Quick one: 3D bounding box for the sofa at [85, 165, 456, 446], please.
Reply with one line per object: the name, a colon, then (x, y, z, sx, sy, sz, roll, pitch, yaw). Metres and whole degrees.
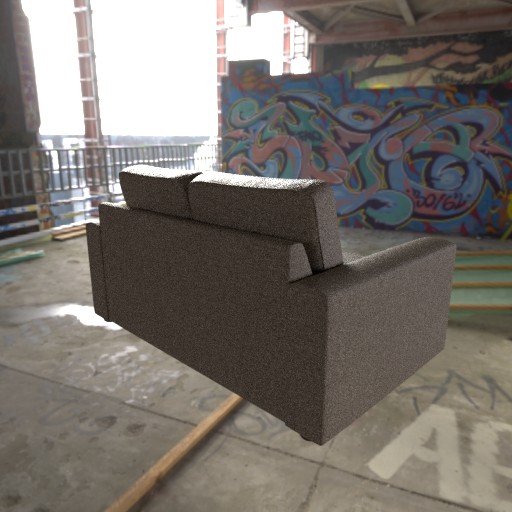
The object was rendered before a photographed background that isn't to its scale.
sofa: (0.000, 0.000, 2.231, 1.616, 0.873, 1.016, 15, 21, 43)
